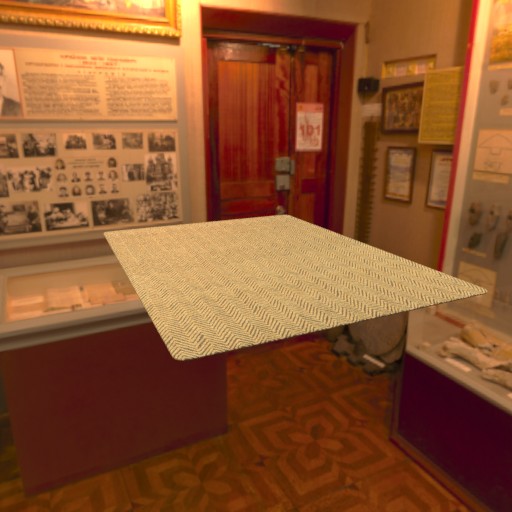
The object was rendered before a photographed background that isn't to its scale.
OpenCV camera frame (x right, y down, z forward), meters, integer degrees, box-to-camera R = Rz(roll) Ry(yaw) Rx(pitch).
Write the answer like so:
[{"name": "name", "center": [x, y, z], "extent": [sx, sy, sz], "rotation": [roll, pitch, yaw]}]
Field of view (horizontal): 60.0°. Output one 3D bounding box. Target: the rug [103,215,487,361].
[{"name": "rug", "center": [0.000, 0.000, 4.251], "extent": [2.439, 0.014, 3.207], "rotation": [-8, 18, -24]}]
